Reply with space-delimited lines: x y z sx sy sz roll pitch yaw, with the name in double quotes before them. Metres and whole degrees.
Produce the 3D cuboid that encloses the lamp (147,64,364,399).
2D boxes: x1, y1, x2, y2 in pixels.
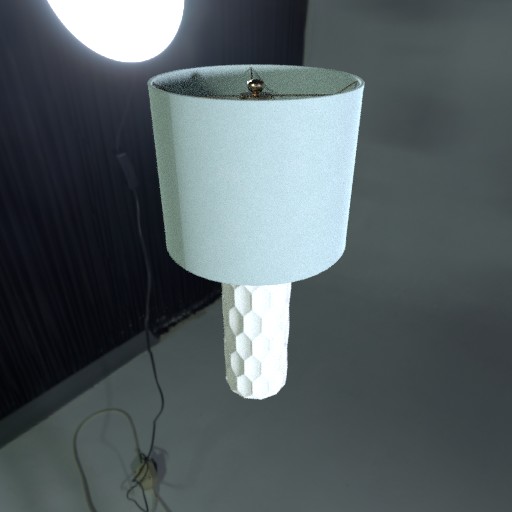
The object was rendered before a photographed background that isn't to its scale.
"lamp" 0.000 0.000 0.712 0.277 0.534 0.277 20 36 30
